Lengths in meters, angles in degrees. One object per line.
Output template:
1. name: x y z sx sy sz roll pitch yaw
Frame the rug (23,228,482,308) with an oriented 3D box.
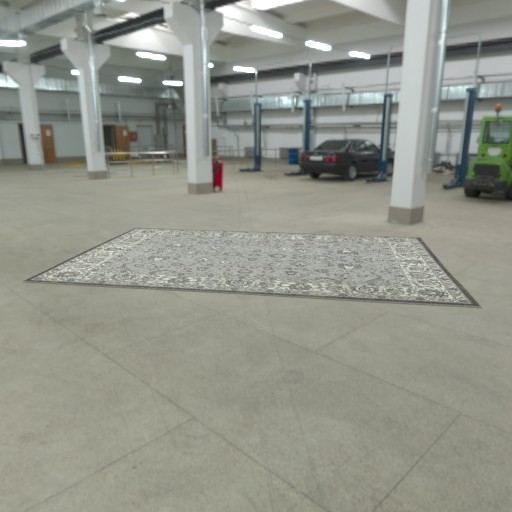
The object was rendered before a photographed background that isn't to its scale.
1. rug: 0.000 0.000 3.029 2.438 0.011 1.524 2 15 9
